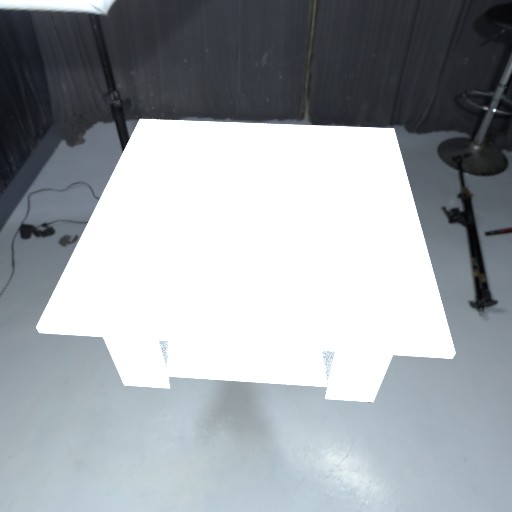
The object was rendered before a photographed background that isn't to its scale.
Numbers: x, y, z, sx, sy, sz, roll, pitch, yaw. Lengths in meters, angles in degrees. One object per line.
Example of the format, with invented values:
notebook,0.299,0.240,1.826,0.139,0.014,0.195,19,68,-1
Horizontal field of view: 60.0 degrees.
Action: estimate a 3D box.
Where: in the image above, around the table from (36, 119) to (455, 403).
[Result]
table,0.000,0.000,1.048,0.670,0.305,0.670,3,46,3
